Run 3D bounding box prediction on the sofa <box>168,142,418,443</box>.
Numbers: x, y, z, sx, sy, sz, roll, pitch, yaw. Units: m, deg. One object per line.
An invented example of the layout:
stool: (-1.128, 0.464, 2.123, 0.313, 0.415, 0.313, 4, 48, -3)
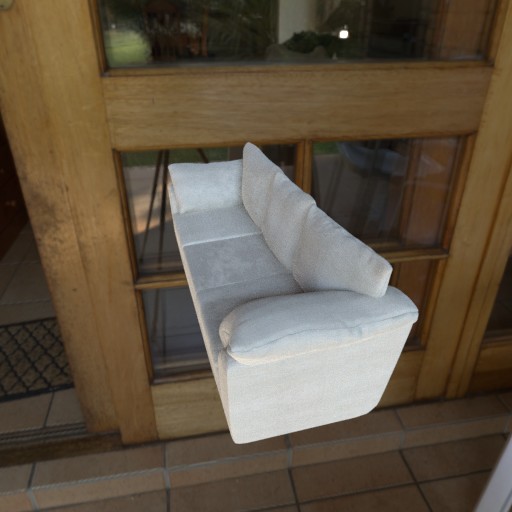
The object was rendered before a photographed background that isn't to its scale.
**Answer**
sofa: (0.000, 0.000, 2.876, 0.893, 0.981, 2.377, -8, 30, -14)
